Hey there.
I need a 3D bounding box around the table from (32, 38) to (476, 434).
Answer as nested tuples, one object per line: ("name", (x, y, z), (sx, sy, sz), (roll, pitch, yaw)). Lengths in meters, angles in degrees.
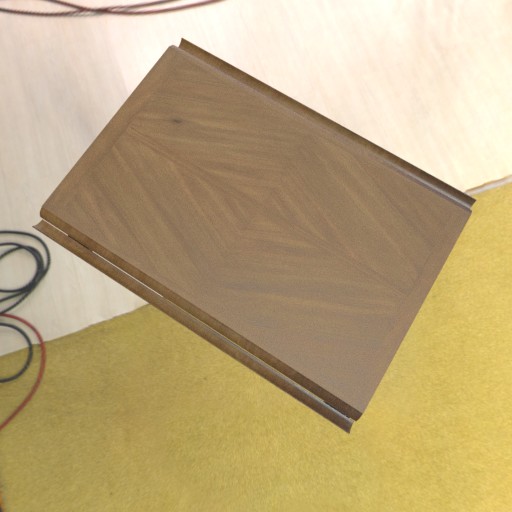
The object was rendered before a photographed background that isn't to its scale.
("table", (0.000, 0.000, 1.641), (0.967, 0.981, 0.701), (32, 78, 8))
